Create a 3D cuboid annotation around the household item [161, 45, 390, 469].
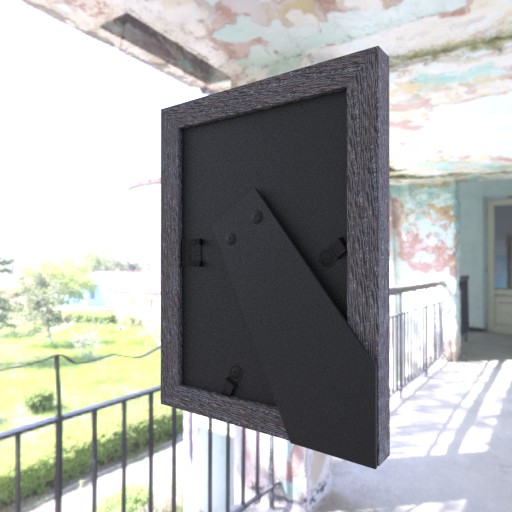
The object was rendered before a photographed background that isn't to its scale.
[{"bbox_3d":[0.000,0.000,0.273,0.160,0.210,0.020,0,0,36],"label":"household item"}]
